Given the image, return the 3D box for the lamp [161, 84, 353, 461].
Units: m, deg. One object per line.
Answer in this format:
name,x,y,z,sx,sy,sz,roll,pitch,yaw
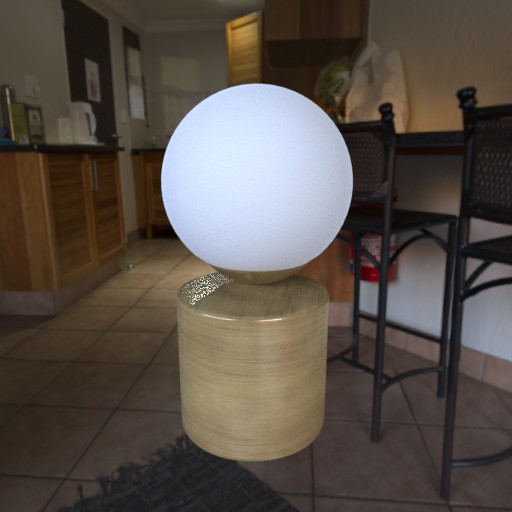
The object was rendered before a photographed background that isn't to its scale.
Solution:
lamp,0.000,0.000,0.343,0.141,0.250,0.152,2,14,8
